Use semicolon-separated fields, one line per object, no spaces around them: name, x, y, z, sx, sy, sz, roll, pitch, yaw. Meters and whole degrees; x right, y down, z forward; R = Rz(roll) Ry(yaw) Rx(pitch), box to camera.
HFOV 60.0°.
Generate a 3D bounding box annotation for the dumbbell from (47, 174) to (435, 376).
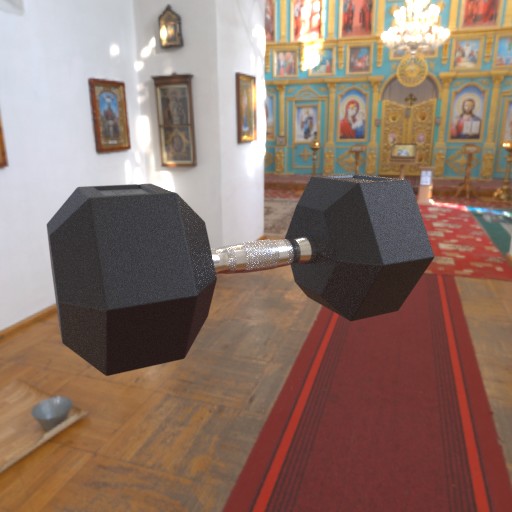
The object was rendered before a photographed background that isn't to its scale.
dumbbell;0.000;0.000;0.325;0.271;0.106;0.122;-7;17;-26
